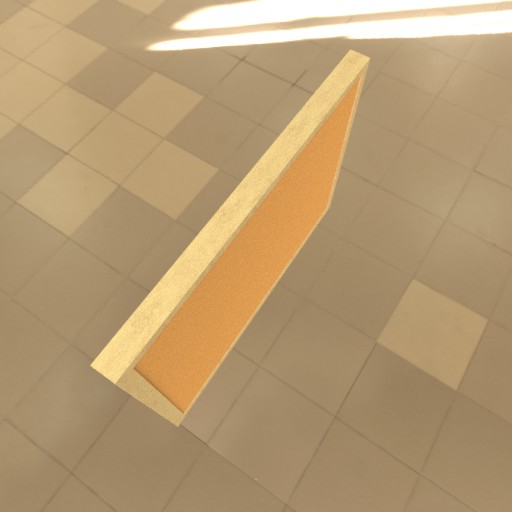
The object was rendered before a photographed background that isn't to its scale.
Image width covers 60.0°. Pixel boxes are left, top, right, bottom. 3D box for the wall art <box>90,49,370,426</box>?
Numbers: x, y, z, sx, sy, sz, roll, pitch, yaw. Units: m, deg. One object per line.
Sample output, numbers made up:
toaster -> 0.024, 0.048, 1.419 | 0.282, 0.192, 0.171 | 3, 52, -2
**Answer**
wall art -> 0.000, 0.000, 0.691 | 0.032, 0.380, 0.532 | 30, 67, 14
